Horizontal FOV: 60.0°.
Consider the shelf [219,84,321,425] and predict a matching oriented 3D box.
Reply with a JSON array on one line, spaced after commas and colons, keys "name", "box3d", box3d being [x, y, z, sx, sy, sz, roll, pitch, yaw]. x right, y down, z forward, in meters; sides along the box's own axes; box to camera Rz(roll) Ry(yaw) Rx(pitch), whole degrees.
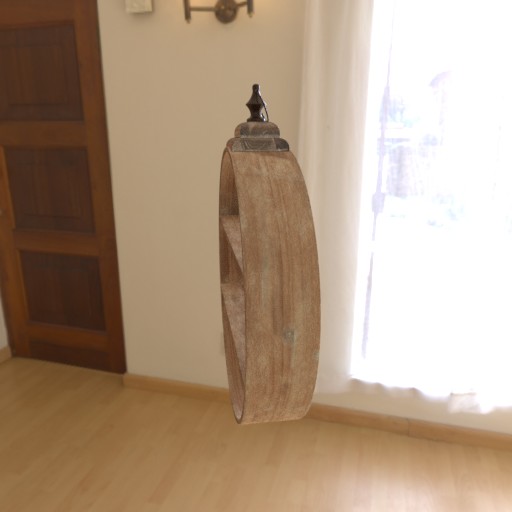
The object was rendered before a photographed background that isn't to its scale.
[{"name": "shelf", "box3d": [0.000, 0.000, 0.997, 0.125, 0.725, 0.601, -2, 16, -8]}]
